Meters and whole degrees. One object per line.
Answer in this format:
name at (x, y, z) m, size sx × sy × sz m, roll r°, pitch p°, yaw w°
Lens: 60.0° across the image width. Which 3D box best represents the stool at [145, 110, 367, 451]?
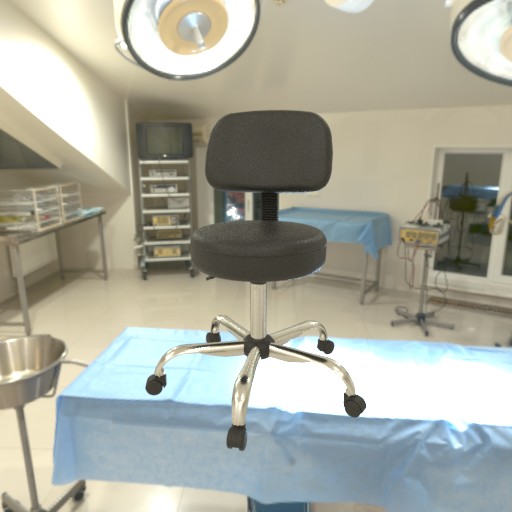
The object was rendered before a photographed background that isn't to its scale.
stool at (0.000, 0.000, 1.310) m, size 0.673 × 0.862 × 0.648 m, roll 2°, pitch 14°, yaw 9°
